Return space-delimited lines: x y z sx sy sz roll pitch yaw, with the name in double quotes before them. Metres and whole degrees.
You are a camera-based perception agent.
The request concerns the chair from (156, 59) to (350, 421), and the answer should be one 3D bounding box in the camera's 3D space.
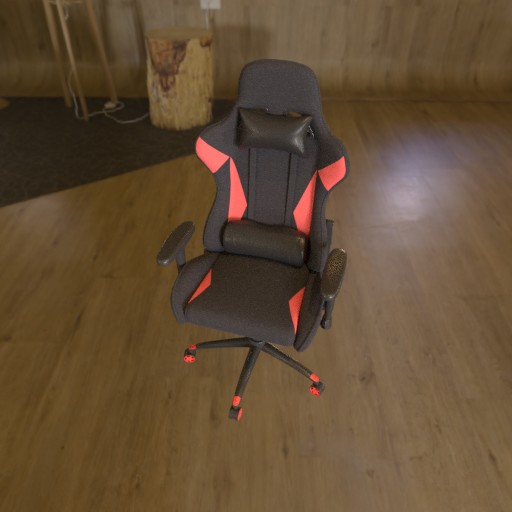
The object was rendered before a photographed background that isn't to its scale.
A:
"chair" 0.000 0.000 1.734 0.695 1.326 0.658 11 40 13
